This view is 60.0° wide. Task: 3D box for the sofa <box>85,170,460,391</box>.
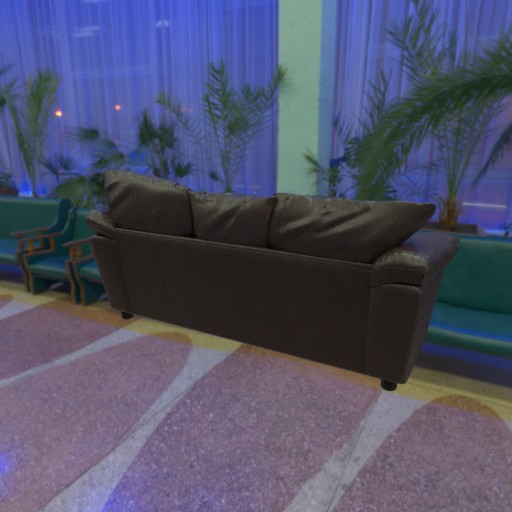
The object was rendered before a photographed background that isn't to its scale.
[{"bbox_3d":[0.000,0.000,2.955,2.390,1.091,0.907,9,18,28],"label":"sofa"}]
